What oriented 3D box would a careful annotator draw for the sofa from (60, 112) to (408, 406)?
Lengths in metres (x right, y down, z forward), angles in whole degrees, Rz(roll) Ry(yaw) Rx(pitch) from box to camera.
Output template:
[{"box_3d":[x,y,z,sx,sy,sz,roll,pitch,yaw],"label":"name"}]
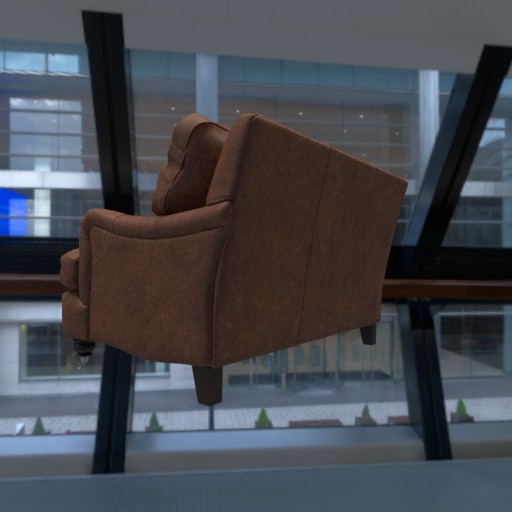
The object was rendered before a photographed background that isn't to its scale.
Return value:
[{"box_3d":[0.000,0.000,2.211,1.077,1.004,1.527,-1,-1,37],"label":"sofa"}]
